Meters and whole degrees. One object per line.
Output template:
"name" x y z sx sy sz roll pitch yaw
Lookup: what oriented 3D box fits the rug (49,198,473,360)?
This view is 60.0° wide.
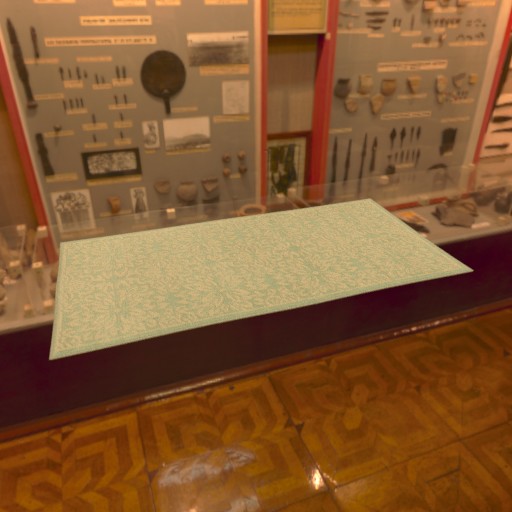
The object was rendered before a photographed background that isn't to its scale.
"rug" 0.000 0.000 1.446 1.219 0.007 0.604 -10 31 -16
